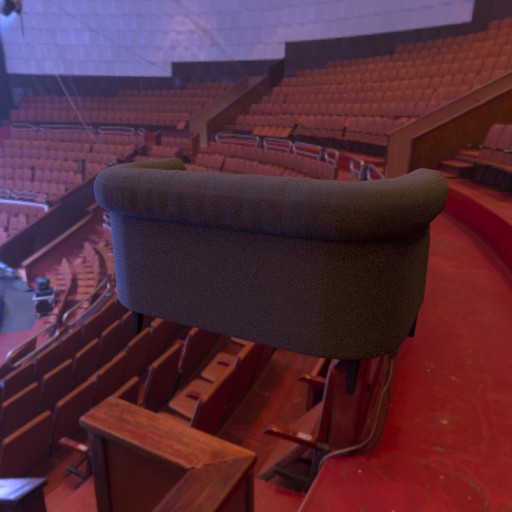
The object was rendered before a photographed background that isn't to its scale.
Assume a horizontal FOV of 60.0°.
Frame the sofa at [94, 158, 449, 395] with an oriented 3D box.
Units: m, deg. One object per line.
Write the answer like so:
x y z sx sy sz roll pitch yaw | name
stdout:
0.000 0.000 2.071 1.558 0.827 0.835 9 19 27 | sofa
